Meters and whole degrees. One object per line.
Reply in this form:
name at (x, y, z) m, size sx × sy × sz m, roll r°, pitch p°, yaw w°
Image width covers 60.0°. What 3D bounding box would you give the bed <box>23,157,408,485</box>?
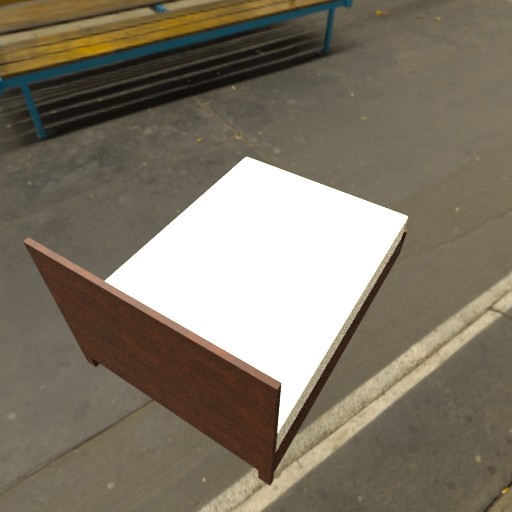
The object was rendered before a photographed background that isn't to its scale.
bed at (0.000, 0.000, 3.198) m, size 1.600 × 1.270 × 2.184 m, roll 25°, pitch 51°, yaw 22°
